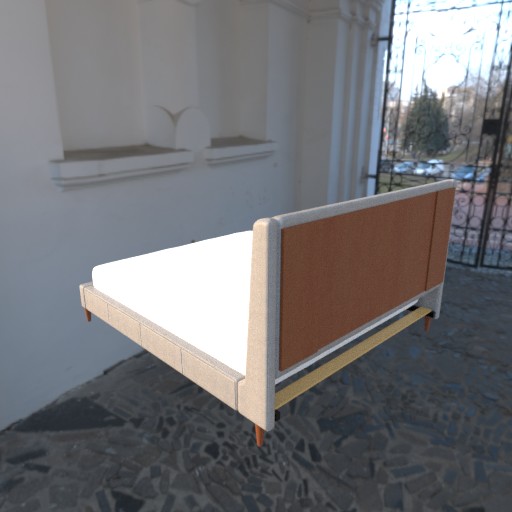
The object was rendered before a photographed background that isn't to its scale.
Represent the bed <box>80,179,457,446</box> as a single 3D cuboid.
[{"bbox_3d":[0.000,0.000,3.666,2.062,1.289,2.342,-16,23,-42],"label":"bed"}]
